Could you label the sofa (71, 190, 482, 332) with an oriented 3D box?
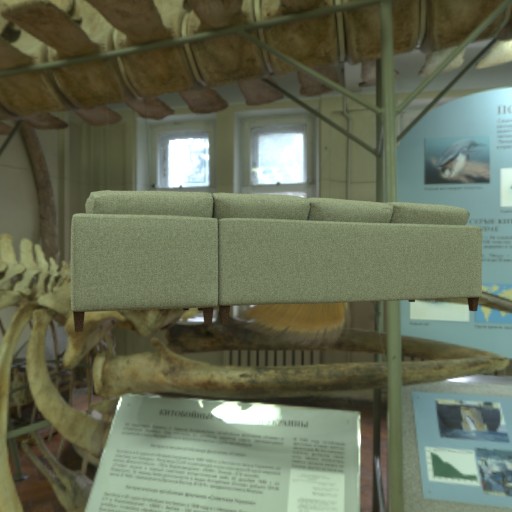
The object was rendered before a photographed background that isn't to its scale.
[{"bbox_3d":[0.000,0.000,4.453,3.302,0.947,2.593,0,0,-19],"label":"sofa"}]
